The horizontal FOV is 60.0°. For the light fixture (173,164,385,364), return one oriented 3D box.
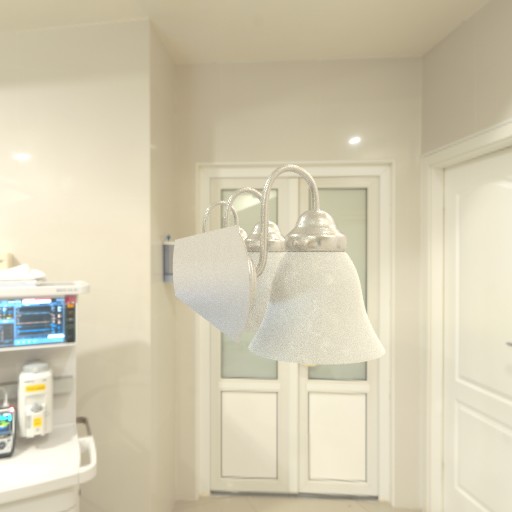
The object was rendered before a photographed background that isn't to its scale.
[{"bbox_3d":[0.000,0.000,0.721,0.199,0.222,0.610,0,0,-17],"label":"light fixture"}]
